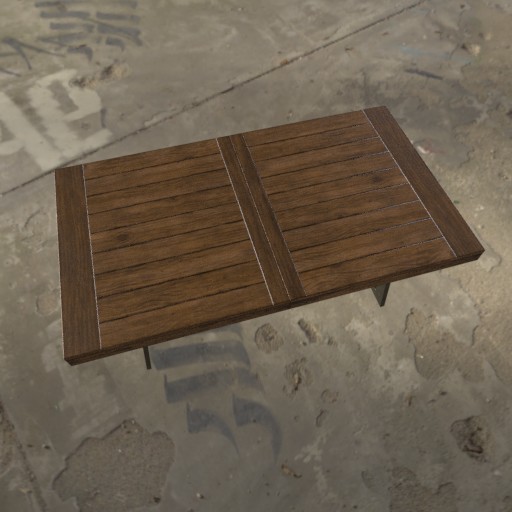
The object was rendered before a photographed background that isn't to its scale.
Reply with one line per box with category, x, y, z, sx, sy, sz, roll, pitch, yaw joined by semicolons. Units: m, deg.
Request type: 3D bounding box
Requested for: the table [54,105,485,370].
table;0.000;0.000;2.209;1.641;0.757;0.931;-13;58;-9
